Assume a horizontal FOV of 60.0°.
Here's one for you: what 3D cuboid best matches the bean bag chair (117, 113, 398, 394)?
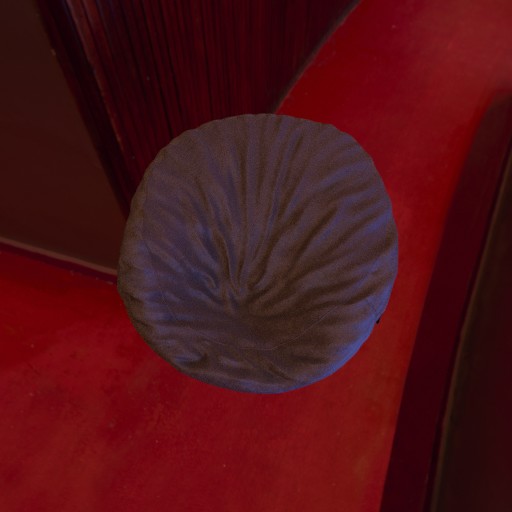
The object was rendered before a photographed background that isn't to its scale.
[{"bbox_3d":[0.000,0.000,2.076,1.245,0.821,1.245,0,59,0],"label":"bean bag chair"}]
